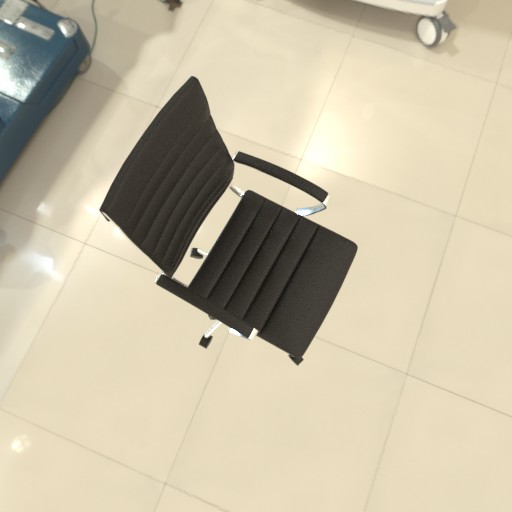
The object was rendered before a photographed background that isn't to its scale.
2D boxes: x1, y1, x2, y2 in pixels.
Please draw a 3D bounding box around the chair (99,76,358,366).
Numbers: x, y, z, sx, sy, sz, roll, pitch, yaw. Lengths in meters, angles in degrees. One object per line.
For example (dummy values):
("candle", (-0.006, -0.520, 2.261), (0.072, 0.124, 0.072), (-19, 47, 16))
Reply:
("chair", (0.000, 0.000, 1.639), (0.739, 1.149, 0.766), (28, 77, 7))
